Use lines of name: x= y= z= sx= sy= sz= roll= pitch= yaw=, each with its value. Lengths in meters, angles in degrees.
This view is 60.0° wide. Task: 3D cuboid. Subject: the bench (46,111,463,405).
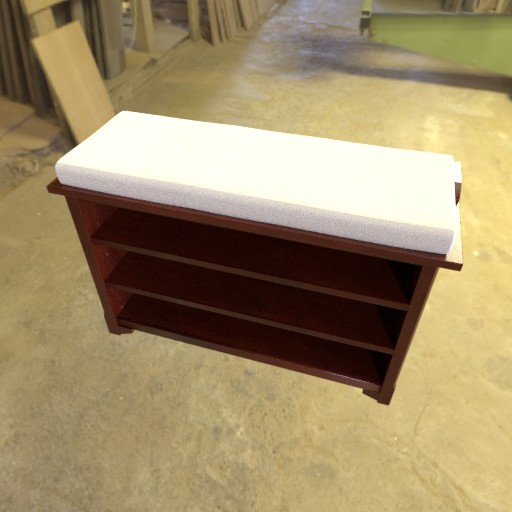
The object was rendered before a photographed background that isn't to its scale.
bench: x=0.000 y=0.000 z=1.305 sx=0.987 sy=0.646 sz=0.369 roll=12 pitch=43 yaw=13
